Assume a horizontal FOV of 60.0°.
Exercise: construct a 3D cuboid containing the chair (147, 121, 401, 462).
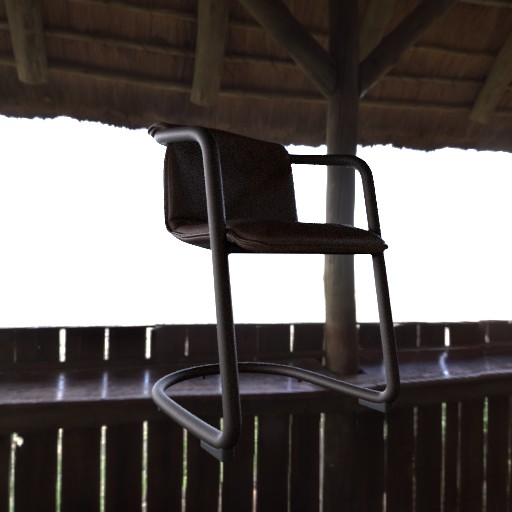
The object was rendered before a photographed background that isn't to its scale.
[{"bbox_3d":[0.000,0.000,1.260,0.536,0.836,0.664,0,0,-35],"label":"chair"}]
